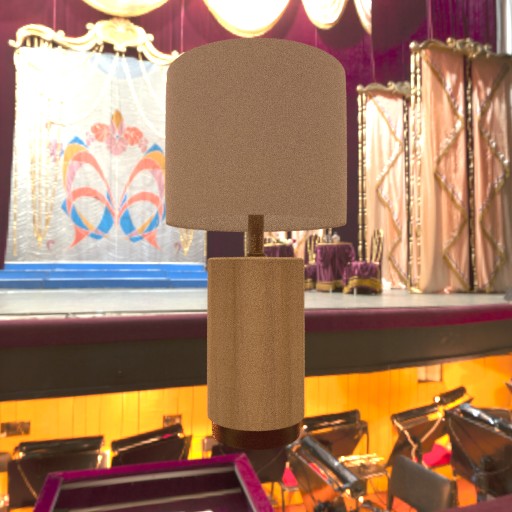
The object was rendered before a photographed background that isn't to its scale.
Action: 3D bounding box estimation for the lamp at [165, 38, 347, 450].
[{"bbox_3d":[0.000,0.000,0.564,0.228,0.444,0.228,0,-1,-17],"label":"lamp"}]
